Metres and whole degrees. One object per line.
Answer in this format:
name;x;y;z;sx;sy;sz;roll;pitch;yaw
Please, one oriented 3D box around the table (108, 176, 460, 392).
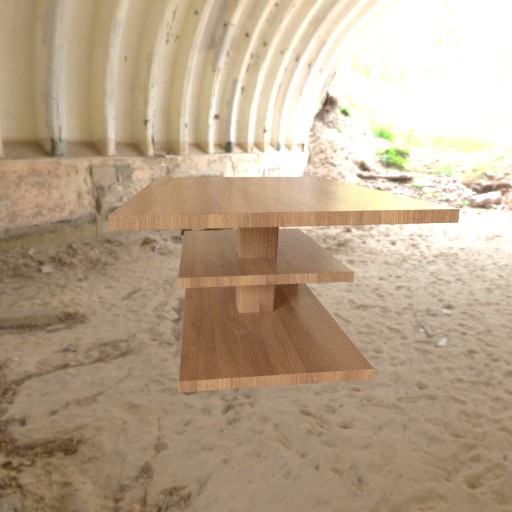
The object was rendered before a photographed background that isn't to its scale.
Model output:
table;0.000;0.000;1.448;0.700;0.442;1.100;-2;14;-7
